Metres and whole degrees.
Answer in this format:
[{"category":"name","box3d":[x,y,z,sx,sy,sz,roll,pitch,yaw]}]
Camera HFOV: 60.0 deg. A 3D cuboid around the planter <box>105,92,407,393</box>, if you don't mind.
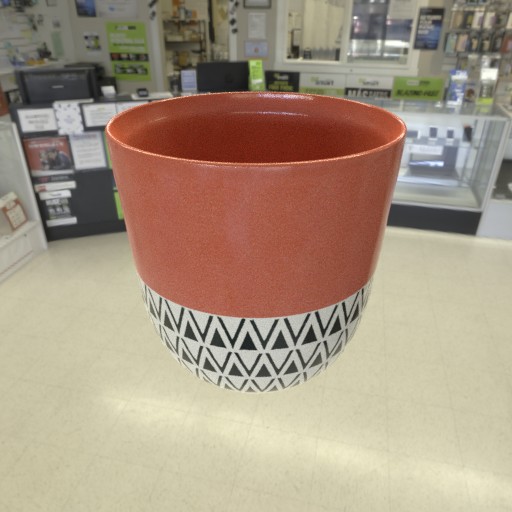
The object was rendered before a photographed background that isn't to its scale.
[{"category":"planter","box3d":[0.000,0.000,0.351,0.195,0.214,0.195,0,30,0]}]
